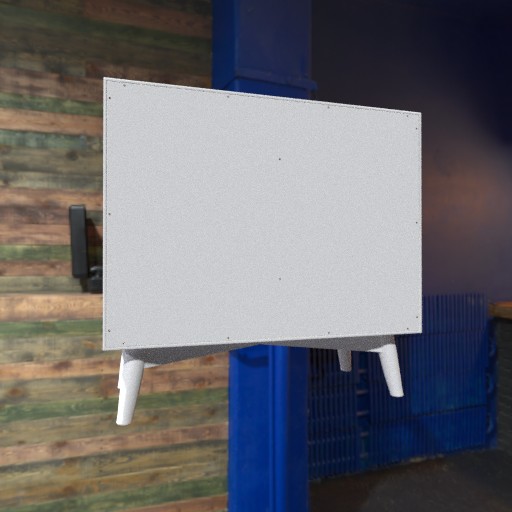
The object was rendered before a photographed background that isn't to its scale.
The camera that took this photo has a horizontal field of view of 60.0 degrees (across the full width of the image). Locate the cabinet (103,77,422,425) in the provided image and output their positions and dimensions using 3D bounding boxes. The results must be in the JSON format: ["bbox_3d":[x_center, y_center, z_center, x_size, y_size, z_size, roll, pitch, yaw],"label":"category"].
[{"bbox_3d":[0.000,0.000,1.251,0.800,0.761,0.398,0,0,-17],"label":"cabinet"}]
